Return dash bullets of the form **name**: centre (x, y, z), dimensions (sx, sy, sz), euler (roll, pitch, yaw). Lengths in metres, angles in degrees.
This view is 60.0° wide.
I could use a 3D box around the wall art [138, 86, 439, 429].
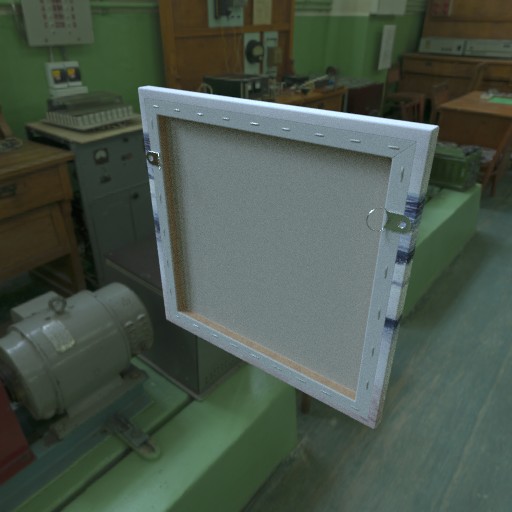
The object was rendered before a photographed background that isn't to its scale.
- **wall art**: centre (0.000, 0.000, 1.130), dimensions (0.755, 0.747, 0.065), euler (20, 35, 32)
